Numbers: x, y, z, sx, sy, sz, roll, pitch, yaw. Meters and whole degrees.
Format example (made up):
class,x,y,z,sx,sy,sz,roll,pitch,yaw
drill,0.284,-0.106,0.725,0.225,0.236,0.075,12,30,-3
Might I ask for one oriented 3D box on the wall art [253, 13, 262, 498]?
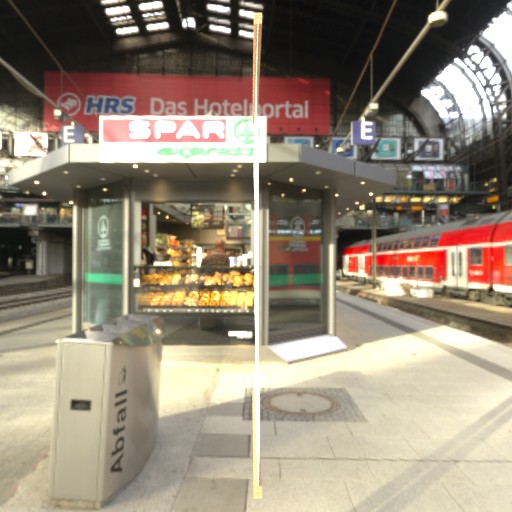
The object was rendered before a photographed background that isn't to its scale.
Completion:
class,x,y,z,sx,sy,sz,roll,pitch,yaw
wall art,0.000,0.000,1.894,0.025,1.521,1.011,0,-1,-1
